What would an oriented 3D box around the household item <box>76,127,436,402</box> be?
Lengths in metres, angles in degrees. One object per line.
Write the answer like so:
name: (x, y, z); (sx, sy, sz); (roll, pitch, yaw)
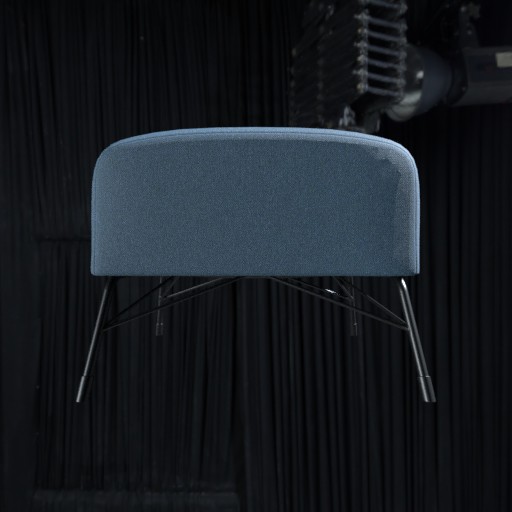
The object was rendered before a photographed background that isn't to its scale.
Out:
household item: (0.000, 0.000, 0.907); (0.530, 0.420, 0.530); (0, 1, 0)
